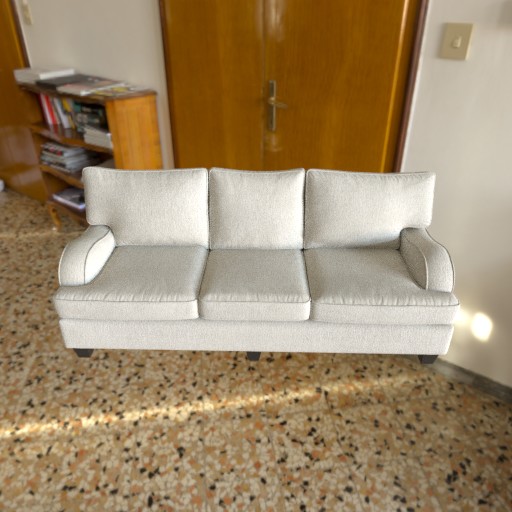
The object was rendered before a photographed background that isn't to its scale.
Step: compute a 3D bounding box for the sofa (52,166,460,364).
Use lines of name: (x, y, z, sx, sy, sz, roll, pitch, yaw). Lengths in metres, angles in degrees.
sofa: (0.000, 0.000, 2.874, 2.323, 0.991, 1.016, 1, 30, 1)
